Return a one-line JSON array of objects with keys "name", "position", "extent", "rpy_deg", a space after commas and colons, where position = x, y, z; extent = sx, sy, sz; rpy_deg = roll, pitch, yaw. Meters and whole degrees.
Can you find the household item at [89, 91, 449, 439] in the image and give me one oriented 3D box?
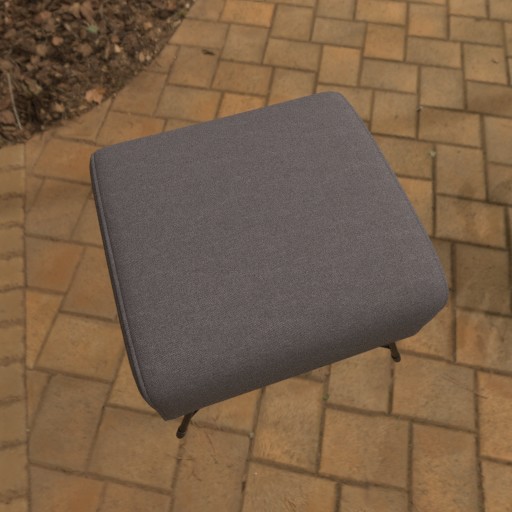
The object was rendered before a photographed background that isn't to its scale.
[{"name": "household item", "position": [0.000, 0.000, 0.905], "extent": [0.530, 0.410, 0.530], "rpy_deg": [-17, 65, -8]}]
